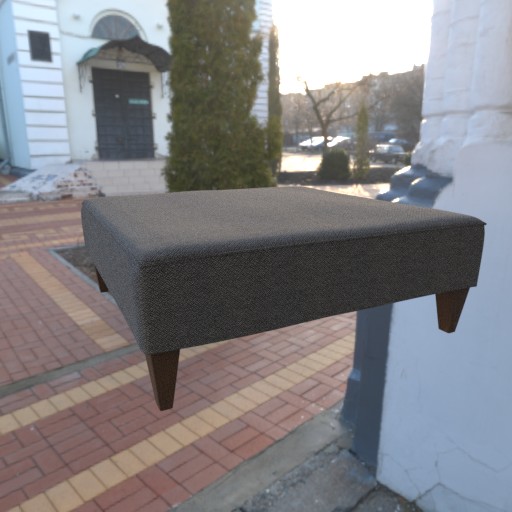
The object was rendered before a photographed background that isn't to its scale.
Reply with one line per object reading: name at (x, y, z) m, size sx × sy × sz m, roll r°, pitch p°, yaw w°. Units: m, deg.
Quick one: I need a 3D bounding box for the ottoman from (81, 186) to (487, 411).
ottoman at (0.000, 0.000, 1.475) m, size 0.981 × 0.378 × 0.970 m, roll -7°, pitch 16°, yaw -26°
